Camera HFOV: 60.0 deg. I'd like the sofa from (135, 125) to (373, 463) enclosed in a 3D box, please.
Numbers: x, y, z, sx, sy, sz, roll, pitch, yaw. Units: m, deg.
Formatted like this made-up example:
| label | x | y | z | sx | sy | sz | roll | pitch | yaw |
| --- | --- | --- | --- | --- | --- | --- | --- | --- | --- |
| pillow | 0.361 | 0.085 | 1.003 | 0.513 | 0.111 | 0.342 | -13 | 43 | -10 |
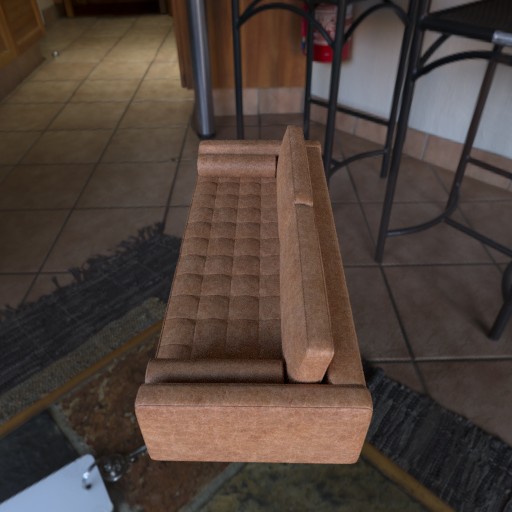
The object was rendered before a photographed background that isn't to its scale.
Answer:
| label | x | y | z | sx | sy | sz | roll | pitch | yaw |
| --- | --- | --- | --- | --- | --- | --- | --- | --- | --- |
| sofa | 0.000 | 0.000 | 2.576 | 0.919 | 0.770 | 2.200 | 1 | 41 | 1 |
